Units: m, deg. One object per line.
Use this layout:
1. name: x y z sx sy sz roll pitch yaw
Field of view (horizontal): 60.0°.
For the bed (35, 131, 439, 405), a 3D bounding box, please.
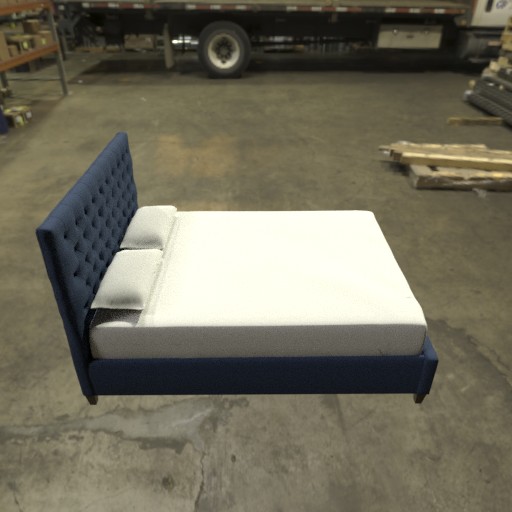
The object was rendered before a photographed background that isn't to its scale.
1. bed: 0.000 0.000 3.416 2.387 1.427 1.706 0 33 0
